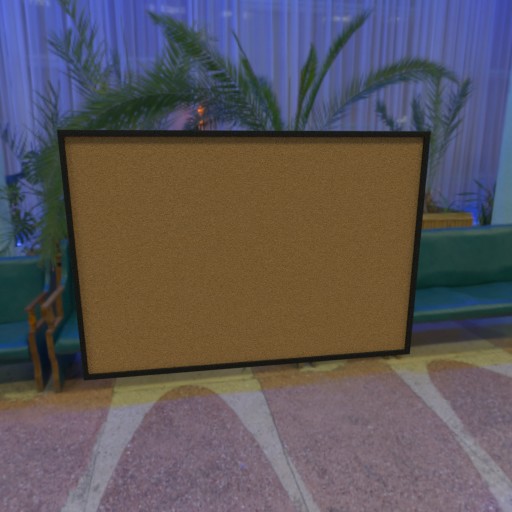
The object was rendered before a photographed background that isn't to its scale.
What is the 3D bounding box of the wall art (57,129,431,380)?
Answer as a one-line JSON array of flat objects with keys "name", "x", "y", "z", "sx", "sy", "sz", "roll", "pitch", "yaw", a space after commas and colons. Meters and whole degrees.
[{"name": "wall art", "x": 0.000, "y": 0.000, "z": 1.220, "sx": 0.963, "sy": 0.665, "sz": 0.013, "roll": -2, "pitch": 15, "yaw": -9}]
